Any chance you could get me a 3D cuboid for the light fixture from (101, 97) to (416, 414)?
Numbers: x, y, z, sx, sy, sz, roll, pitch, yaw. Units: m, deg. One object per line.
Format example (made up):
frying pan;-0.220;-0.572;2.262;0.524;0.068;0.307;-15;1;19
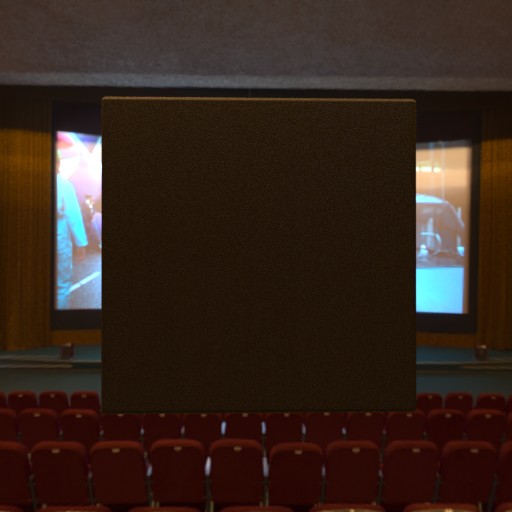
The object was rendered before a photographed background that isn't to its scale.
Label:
light fixture;0.000;0.000;0.240;0.121;0.121;0.143;0;0;-1
